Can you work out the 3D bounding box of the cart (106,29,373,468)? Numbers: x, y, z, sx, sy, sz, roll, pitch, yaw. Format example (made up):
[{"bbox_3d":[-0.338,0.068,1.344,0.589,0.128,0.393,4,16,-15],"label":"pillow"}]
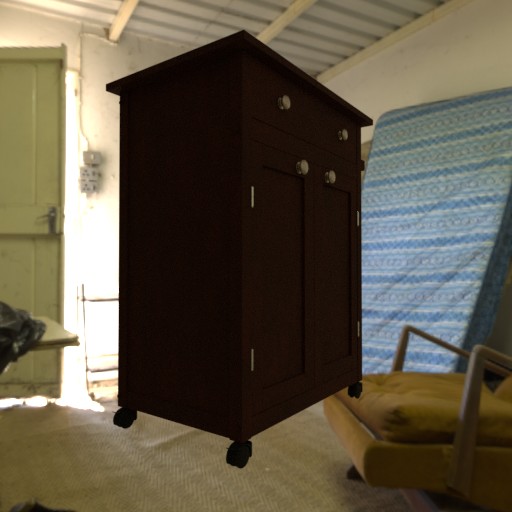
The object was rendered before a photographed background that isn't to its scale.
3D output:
[{"bbox_3d":[0.000,0.000,1.258,0.442,0.864,0.683,-1,-1,36],"label":"cart"}]
